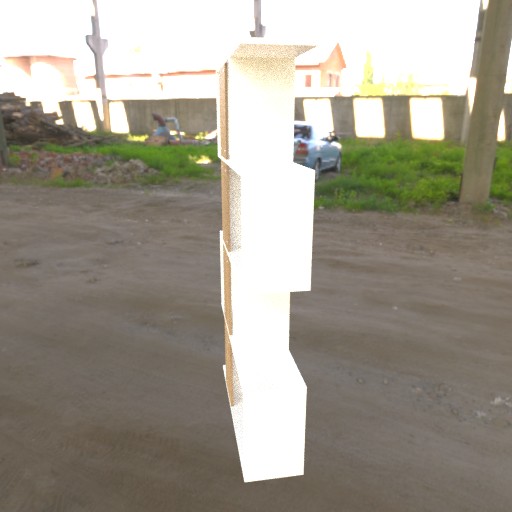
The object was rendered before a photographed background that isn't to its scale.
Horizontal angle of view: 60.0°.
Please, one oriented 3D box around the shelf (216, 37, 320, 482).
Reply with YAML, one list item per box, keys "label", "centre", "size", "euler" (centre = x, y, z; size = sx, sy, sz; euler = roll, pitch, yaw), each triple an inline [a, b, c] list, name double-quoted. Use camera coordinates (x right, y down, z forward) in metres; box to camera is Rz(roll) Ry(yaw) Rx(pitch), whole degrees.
- label: "shelf"
  centre: [0.000, 0.000, 2.006]
  size: [0.250, 1.650, 0.890]
  euler: [-3, 17, -9]
